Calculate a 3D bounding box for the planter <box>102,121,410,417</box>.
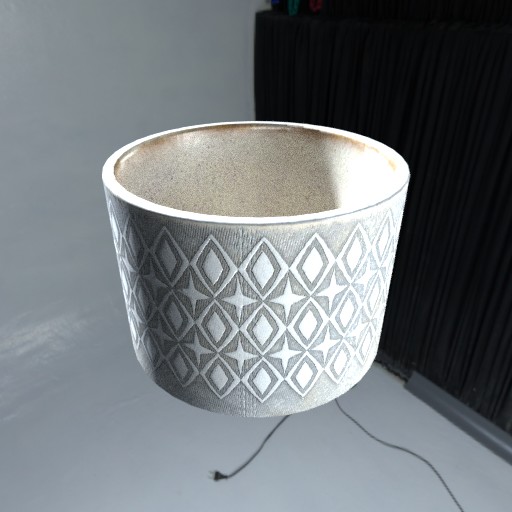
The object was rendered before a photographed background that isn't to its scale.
[{"bbox_3d":[0.000,0.000,0.316,0.186,0.144,0.186,0,31,0],"label":"planter"}]
